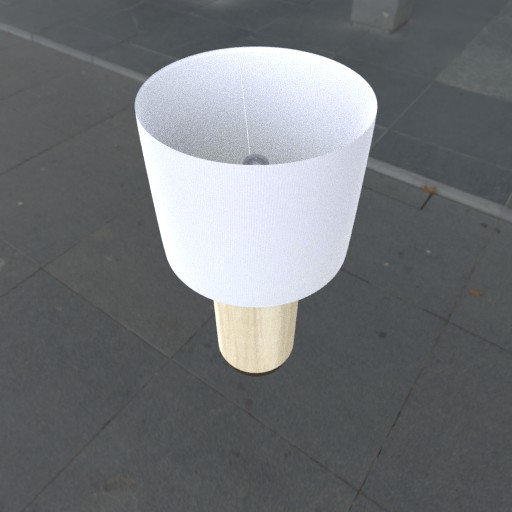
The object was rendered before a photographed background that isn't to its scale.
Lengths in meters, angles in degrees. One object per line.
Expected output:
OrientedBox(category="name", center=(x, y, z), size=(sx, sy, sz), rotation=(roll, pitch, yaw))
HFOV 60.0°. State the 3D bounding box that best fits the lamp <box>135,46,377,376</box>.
OrientedBox(category="lamp", center=(0.000, 0.000, 0.581), size=(0.228, 0.444, 0.228), rotation=(-31, 54, -26))
